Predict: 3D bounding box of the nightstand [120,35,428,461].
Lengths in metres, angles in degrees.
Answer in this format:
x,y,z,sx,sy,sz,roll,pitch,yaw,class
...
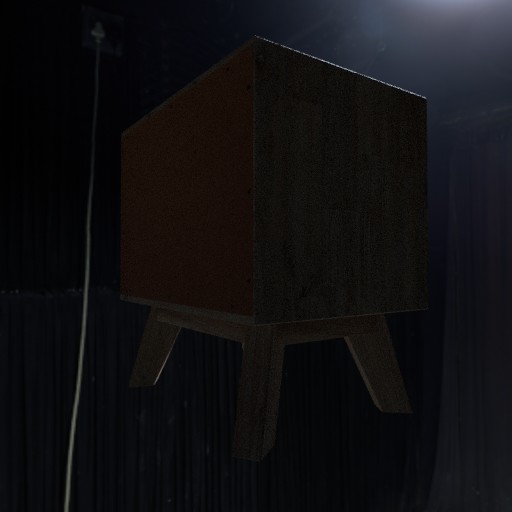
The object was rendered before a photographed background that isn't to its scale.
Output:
x,y,z,sx,sy,sz,roll,pitch,yaw,class
0.000,0.000,0.938,0.396,0.589,0.552,1,-1,-35,nightstand
